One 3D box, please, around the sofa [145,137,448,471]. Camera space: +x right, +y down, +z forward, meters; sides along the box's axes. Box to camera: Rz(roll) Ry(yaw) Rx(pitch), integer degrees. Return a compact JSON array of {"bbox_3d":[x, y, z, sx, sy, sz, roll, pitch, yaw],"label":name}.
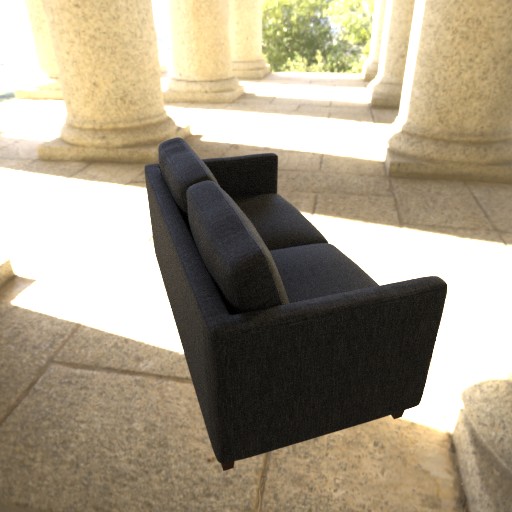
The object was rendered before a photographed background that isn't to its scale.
[{"bbox_3d":[0.000,0.000,2.409,0.950,0.963,1.884,-9,30,-16],"label":"sofa"}]
